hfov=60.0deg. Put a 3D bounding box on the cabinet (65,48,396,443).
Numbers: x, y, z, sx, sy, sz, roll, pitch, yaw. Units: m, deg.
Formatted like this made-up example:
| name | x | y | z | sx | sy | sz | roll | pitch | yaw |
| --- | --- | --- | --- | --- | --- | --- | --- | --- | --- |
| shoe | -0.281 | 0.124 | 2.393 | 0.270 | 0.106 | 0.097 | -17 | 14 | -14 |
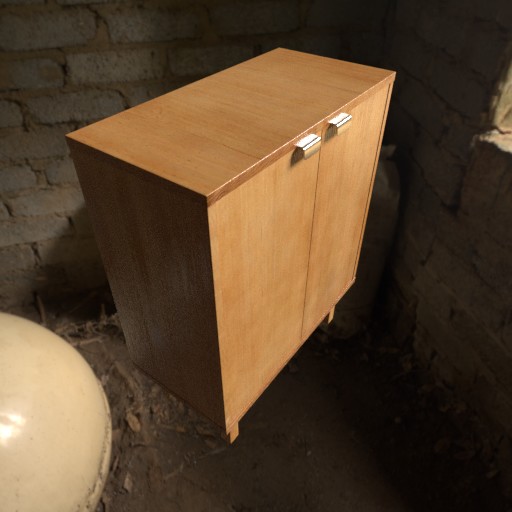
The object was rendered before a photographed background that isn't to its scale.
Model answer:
| name | x | y | z | sx | sy | sz | roll | pitch | yaw |
| --- | --- | --- | --- | --- | --- | --- | --- | --- | --- |
| cabinet | 0.000 | 0.000 | 1.406 | 0.419 | 1.001 | 0.800 | 26 | 47 | 27 |
